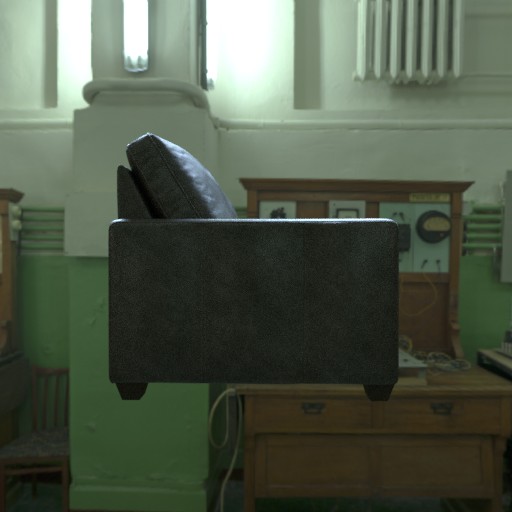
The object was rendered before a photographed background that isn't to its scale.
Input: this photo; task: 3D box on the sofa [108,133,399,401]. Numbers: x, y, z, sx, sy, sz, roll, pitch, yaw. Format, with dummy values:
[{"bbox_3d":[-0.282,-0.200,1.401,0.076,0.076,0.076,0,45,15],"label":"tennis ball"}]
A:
[{"bbox_3d":[0.000,0.000,2.258,0.939,0.916,1.732,0,1,1],"label":"sofa"}]
